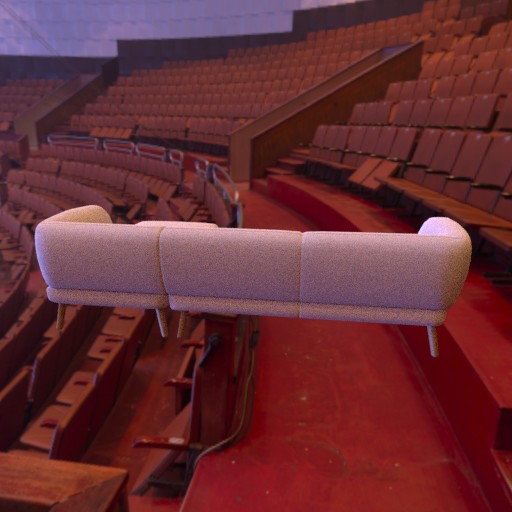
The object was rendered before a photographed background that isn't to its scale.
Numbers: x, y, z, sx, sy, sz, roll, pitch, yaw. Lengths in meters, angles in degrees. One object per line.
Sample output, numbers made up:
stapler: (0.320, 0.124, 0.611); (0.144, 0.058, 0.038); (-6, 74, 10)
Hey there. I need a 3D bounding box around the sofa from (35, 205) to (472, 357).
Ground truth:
sofa: (0.000, 0.000, 3.293); (2.660, 0.730, 1.610); (2, 17, 8)
